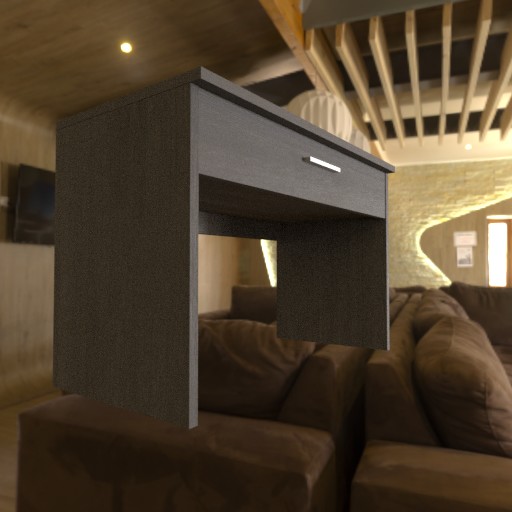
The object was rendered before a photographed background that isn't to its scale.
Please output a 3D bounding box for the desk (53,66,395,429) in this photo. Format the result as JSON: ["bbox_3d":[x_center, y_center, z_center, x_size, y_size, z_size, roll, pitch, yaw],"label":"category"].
[{"bbox_3d":[0.000,0.000,1.487,0.557,0.729,1.099,-1,-2,37],"label":"desk"}]
